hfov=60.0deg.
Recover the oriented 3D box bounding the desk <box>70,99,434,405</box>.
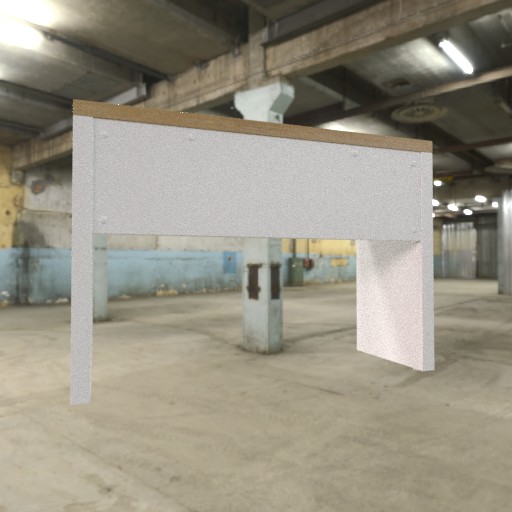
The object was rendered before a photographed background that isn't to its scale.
[{"bbox_3d":[0.000,0.000,1.457,1.100,0.760,0.390,0,-1,-20],"label":"desk"}]
